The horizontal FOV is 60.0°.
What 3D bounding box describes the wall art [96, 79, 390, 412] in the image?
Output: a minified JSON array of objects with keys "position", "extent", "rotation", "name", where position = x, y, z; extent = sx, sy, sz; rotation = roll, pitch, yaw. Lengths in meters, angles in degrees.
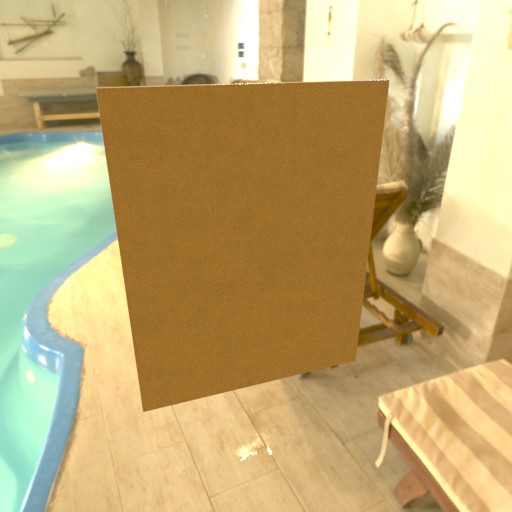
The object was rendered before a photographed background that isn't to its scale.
[{"position":[0.000,0.000,1.376],"extent":[0.798,1.002,0.030],"rotation":[-9,27,-17],"name":"wall art"}]
